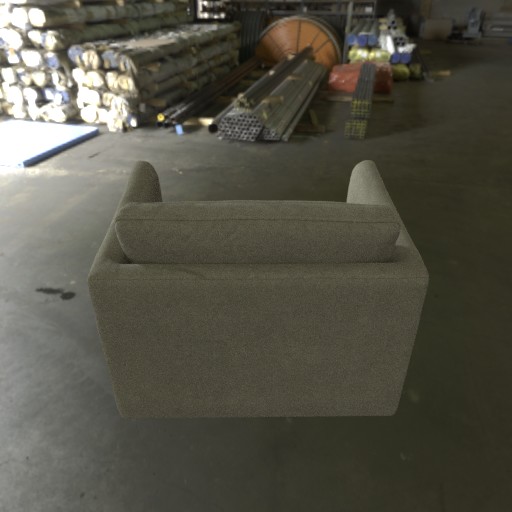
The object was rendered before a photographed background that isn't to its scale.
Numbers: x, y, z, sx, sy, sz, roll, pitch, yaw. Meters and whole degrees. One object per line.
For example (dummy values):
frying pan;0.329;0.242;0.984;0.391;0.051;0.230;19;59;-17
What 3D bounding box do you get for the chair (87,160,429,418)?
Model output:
chair;0.000;0.000;1.898;1.190;0.845;1.091;0;31;-1
